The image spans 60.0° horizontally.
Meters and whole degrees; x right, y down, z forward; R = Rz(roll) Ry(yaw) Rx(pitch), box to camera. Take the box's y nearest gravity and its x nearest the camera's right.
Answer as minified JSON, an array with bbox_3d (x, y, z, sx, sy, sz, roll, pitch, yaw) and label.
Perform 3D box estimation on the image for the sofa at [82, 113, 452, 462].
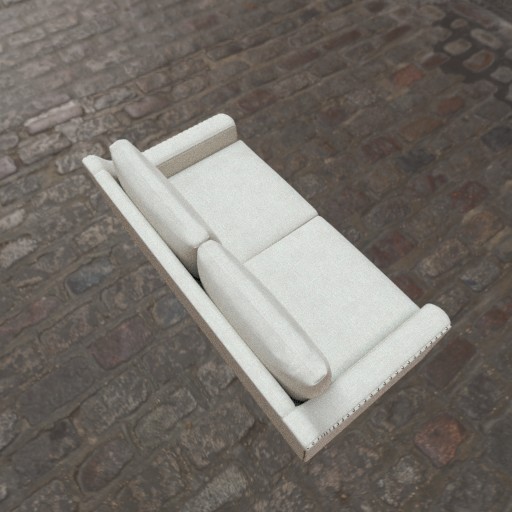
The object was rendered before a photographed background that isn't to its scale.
[{"bbox_3d":[0.000,0.000,2.736,1.104,0.983,2.107,-33,64,-19],"label":"sofa"}]
